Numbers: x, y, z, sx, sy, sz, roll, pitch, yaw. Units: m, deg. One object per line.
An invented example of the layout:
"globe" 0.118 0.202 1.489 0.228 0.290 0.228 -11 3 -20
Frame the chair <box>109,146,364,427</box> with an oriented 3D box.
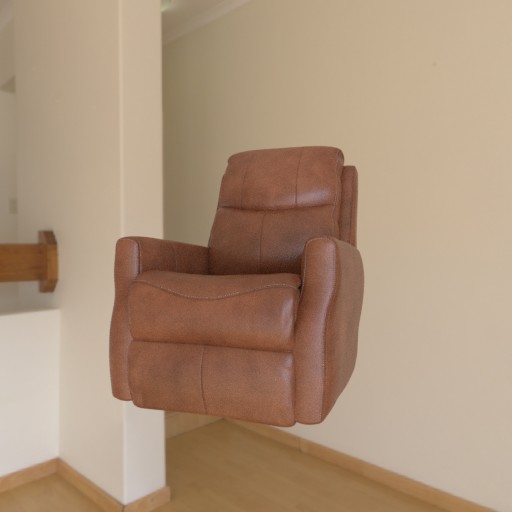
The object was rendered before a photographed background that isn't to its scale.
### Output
"chair" 0.000 0.000 1.788 0.821 1.016 1.072 1 2 18
